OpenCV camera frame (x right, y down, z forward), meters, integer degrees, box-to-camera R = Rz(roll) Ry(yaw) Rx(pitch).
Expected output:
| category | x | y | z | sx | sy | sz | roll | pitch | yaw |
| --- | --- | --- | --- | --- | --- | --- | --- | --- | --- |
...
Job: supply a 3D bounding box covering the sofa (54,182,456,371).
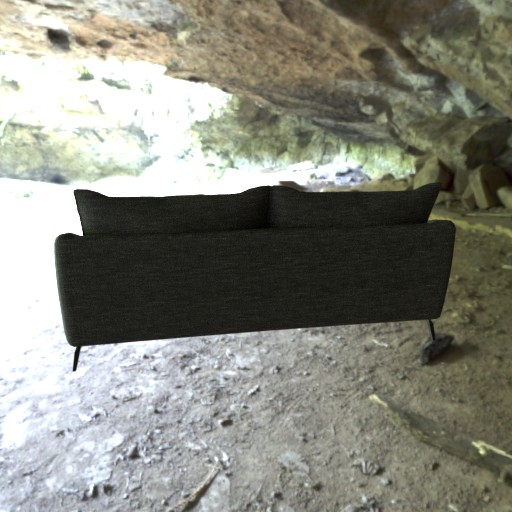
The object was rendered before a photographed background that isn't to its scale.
| category | x | y | z | sx | sy | sz | roll | pitch | yaw |
| --- | --- | --- | --- | --- | --- | --- | --- | --- | --- |
| sofa | 0.000 | 0.000 | 2.445 | 2.019 | 0.843 | 0.807 | -3 | 15 | -10 |
